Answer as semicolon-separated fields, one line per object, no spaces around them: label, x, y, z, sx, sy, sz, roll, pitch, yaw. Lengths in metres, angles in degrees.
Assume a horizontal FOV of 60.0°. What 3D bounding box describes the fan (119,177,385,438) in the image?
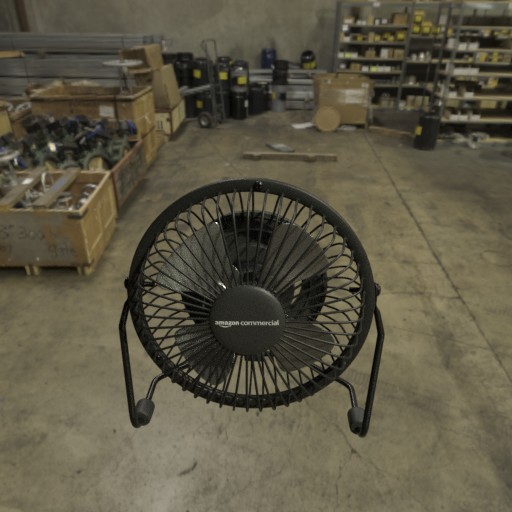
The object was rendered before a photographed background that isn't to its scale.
fan;0.000;0.000;0.311;0.153;0.152;0.202;1;30;2
